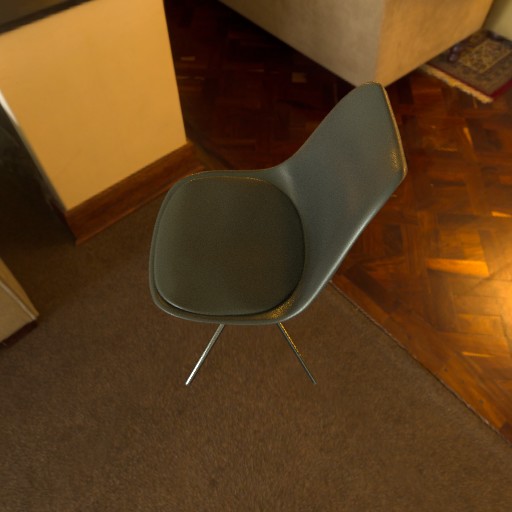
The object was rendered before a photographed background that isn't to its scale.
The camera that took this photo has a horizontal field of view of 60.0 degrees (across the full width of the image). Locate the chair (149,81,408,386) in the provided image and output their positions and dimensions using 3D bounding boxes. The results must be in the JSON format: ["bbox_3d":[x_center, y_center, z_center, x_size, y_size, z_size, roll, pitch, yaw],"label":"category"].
[{"bbox_3d":[0.000,0.000,1.149,0.525,0.850,0.461,0,56,0],"label":"chair"}]
